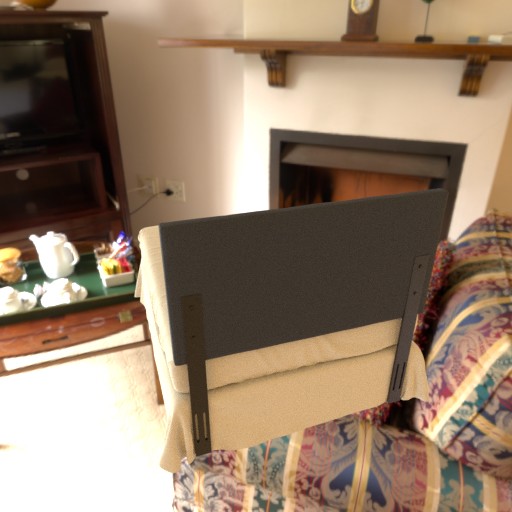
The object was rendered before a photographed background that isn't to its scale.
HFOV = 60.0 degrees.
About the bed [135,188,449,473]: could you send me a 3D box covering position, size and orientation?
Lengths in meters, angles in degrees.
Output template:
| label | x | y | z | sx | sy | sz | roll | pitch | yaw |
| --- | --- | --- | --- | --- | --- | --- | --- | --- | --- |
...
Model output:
| label | x | y | z | sx | sy | sz | roll | pitch | yaw |
| --- | --- | --- | --- | --- | --- | --- | --- | --- | --- |
| bed | 0.000 | 0.000 | 3.484 | 1.936 | 1.577 | 2.222 | -9 | 29 | -16 |
